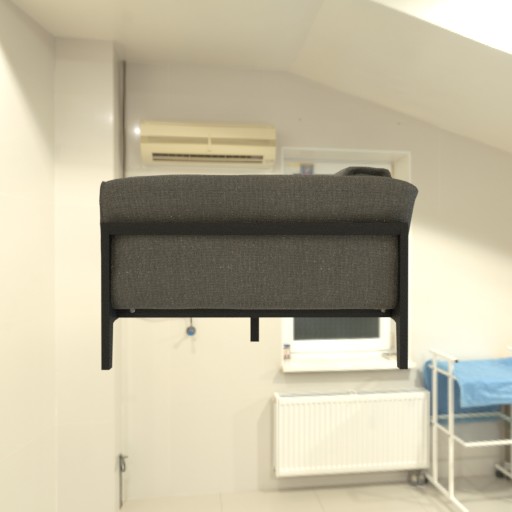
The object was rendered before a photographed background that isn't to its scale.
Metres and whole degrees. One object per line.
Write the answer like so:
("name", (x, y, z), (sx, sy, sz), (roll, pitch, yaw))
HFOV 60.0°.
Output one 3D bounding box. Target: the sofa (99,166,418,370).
("sofa", (0.000, 0.000, 2.141), (0.960, 0.656, 1.690), (0, 0, 0))
